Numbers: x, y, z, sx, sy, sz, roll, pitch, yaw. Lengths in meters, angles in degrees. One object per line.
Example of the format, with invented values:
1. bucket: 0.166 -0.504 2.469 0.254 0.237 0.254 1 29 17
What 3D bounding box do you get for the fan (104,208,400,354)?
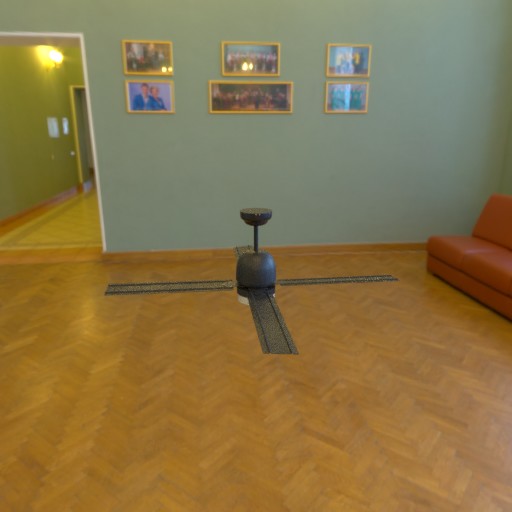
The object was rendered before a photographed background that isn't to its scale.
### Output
1. fan: 0.000 0.000 1.980 1.319 0.410 1.319 -2 16 -8
